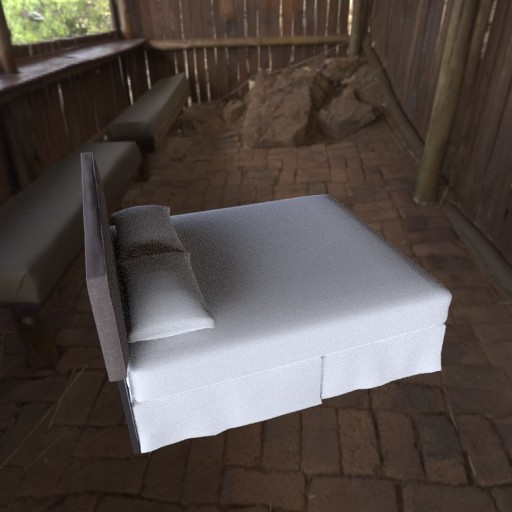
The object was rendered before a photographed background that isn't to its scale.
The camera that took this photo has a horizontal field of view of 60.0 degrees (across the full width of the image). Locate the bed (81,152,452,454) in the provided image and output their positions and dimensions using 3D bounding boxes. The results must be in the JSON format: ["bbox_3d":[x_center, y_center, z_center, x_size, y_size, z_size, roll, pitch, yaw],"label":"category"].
[{"bbox_3d":[0.000,0.000,2.808,1.894,1.089,1.610,-10,33,-17],"label":"bed"}]
